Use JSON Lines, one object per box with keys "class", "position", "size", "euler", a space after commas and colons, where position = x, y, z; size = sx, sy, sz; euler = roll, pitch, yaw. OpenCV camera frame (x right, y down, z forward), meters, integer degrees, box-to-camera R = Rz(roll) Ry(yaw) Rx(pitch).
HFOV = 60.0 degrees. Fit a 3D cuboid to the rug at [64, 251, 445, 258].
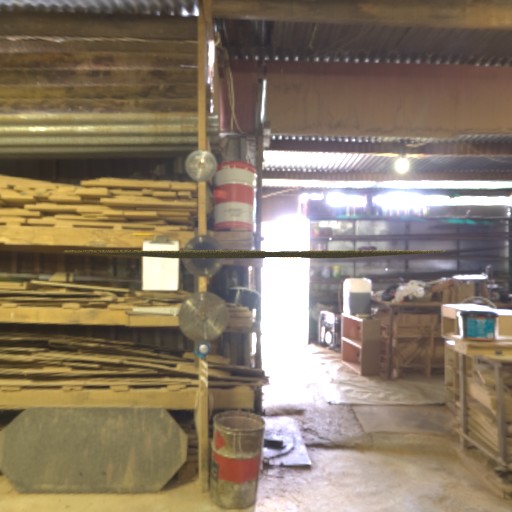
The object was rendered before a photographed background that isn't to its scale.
{"class": "rug", "position": [0.000, 0.000, 2.917], "size": [1.529, 0.007, 2.297], "euler": [0, -1, 0]}
